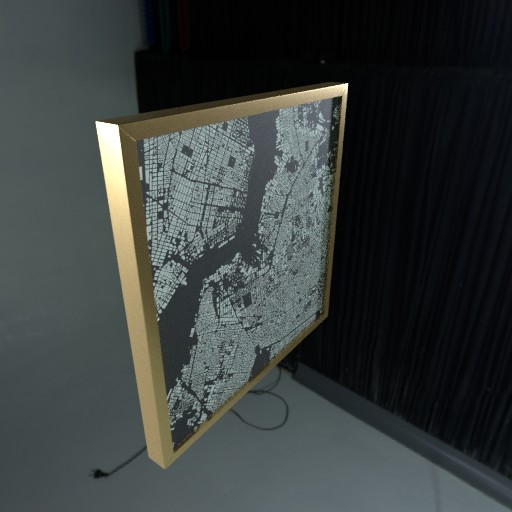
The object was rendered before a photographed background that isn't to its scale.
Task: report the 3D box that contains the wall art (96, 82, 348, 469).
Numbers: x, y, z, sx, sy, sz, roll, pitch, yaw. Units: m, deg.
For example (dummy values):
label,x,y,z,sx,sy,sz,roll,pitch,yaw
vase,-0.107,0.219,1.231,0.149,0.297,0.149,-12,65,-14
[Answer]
label,x,y,z,sx,sy,sz,roll,pitch,yaw
wall art,0.000,0.000,0.449,0.023,0.305,0.305,19,32,32
